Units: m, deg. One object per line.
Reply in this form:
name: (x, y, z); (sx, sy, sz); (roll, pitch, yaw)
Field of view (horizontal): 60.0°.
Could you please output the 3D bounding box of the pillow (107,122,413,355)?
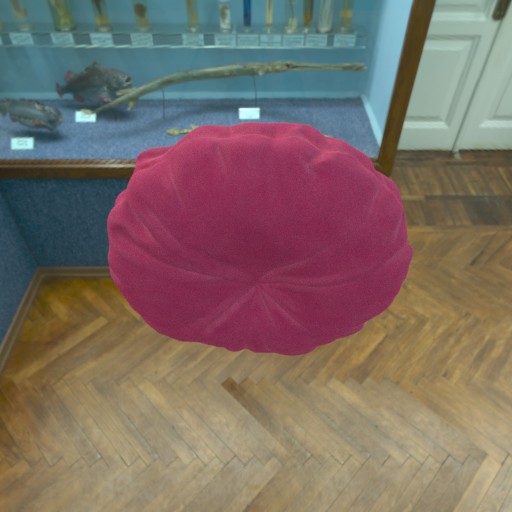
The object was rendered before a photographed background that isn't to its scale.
pillow: (0.000, 0.000, 0.634); (0.428, 0.407, 0.148); (1, 46, 1)
